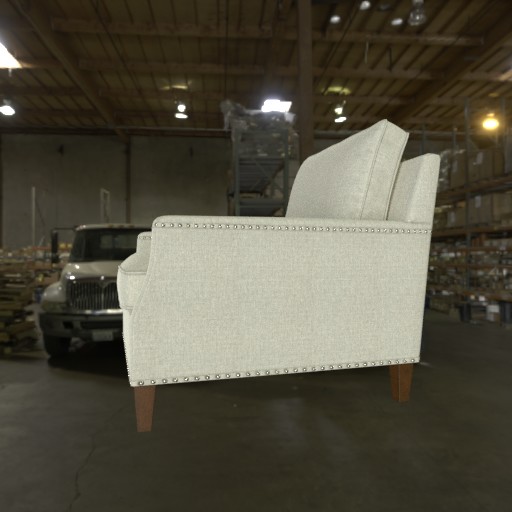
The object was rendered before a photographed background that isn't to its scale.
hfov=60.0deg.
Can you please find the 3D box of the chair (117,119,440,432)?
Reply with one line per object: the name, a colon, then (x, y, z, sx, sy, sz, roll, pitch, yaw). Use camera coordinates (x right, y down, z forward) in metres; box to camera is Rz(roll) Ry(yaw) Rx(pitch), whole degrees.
chair: (0.000, 0.000, 1.696, 1.014, 0.943, 0.853, 0, 0, -18)
